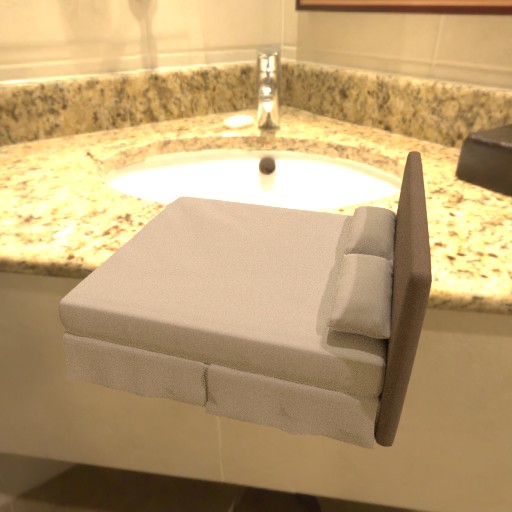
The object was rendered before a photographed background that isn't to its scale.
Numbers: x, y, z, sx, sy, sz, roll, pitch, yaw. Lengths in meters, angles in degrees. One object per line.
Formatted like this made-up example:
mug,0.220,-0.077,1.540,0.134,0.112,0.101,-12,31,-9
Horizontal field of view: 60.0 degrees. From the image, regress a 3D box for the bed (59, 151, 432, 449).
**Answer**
bed,0.000,0.000,3.498,2.341,1.317,2.119,8,31,14
